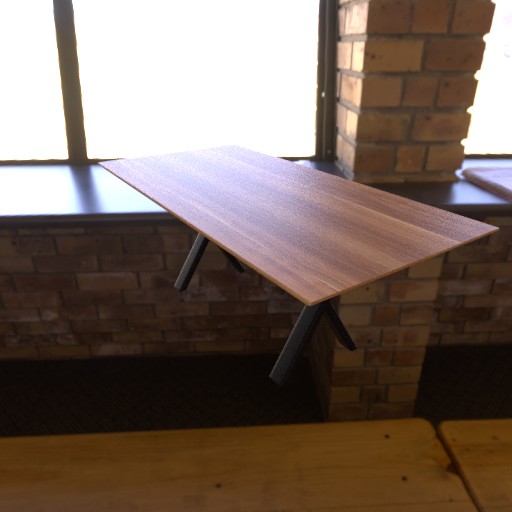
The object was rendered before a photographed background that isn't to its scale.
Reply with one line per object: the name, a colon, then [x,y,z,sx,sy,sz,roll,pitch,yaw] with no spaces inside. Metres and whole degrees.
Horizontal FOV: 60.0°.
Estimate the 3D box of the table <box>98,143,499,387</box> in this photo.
table: [0.000,0.000,2.434,1.000,0.770,2.000,-17,30,-31]
